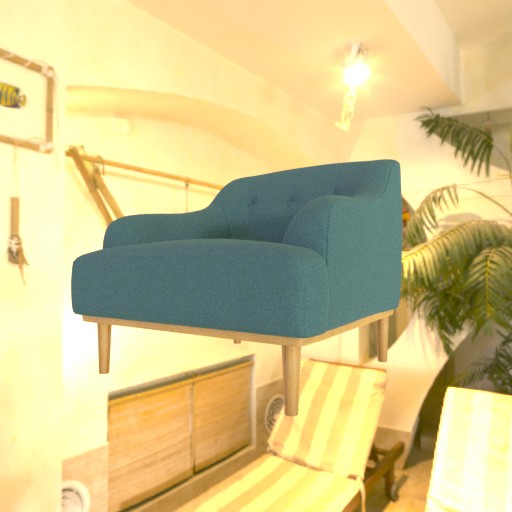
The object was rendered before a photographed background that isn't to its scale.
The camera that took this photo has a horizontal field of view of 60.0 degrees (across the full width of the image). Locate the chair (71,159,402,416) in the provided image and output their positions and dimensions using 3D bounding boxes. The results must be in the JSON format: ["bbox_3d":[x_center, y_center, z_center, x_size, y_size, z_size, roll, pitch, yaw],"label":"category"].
[{"bbox_3d":[0.000,0.000,1.649,0.946,0.818,0.951,-1,-2,35],"label":"chair"}]
